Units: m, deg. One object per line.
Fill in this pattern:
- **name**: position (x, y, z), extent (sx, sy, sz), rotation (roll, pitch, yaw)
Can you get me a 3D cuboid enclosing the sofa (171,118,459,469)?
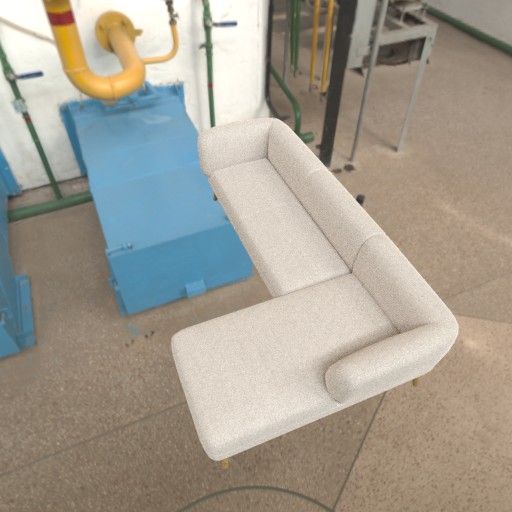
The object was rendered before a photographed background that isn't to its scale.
- **sofa**: position (0.000, 0.000, 3.341), extent (1.610, 0.730, 2.660), rotation (-17, 49, -15)
